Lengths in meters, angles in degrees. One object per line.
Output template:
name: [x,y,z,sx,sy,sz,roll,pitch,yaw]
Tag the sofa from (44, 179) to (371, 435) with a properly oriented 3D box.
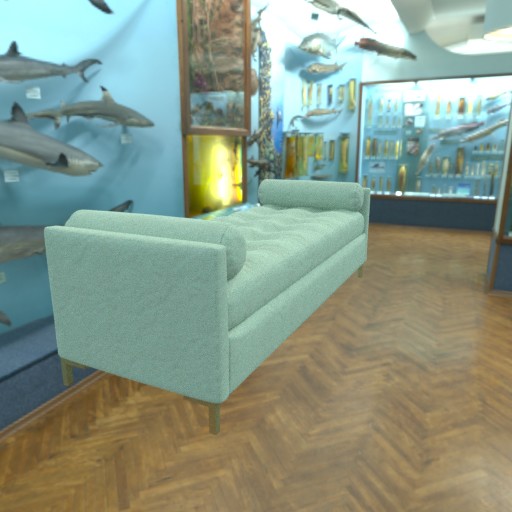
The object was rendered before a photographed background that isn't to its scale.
sofa: [0.000,0.000,2.468,0.796,0.705,2.102,7,16,26]
